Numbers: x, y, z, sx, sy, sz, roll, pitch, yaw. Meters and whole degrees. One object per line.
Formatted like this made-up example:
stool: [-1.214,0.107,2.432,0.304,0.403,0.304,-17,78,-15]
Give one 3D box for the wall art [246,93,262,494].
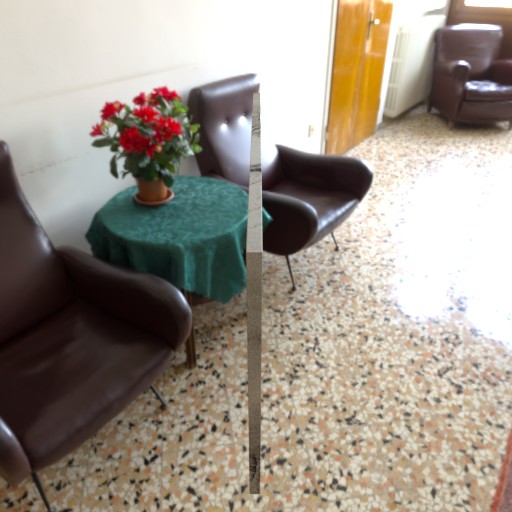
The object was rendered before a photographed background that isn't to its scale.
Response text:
wall art: [0.000,0.000,1.154,0.023,0.607,0.914,0,33,0]
